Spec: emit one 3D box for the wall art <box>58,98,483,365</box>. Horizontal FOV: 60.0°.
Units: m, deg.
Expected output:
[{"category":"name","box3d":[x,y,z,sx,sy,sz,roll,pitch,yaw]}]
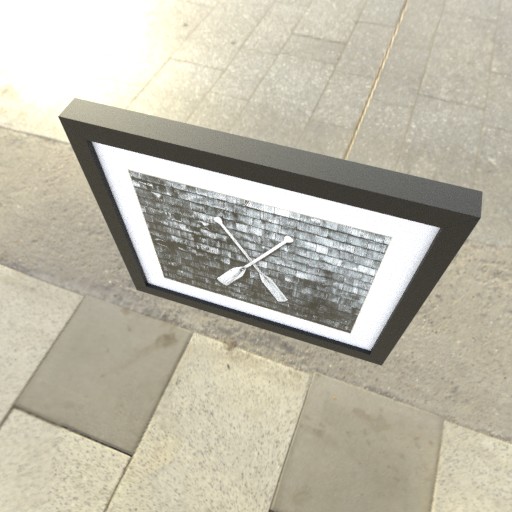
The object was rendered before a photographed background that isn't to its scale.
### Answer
[{"category":"wall art","box3d":[0.000,0.000,0.525,0.381,0.330,0.029,16,58,10]}]
